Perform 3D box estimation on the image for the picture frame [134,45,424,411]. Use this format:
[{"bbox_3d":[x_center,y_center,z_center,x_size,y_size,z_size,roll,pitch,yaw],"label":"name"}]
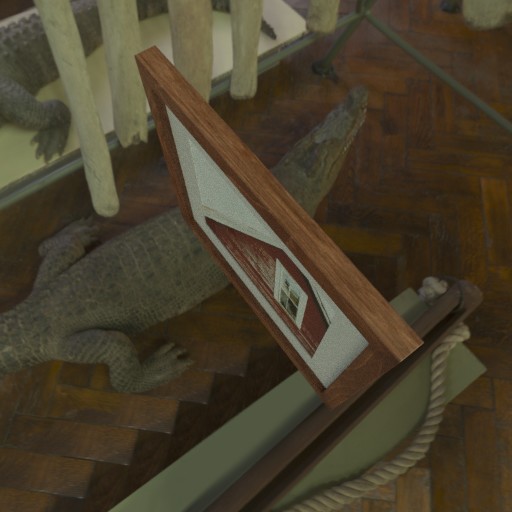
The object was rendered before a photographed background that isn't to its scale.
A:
[{"bbox_3d":[0.000,0.000,0.534,0.025,0.330,0.381,-34,69,-14],"label":"picture frame"}]
